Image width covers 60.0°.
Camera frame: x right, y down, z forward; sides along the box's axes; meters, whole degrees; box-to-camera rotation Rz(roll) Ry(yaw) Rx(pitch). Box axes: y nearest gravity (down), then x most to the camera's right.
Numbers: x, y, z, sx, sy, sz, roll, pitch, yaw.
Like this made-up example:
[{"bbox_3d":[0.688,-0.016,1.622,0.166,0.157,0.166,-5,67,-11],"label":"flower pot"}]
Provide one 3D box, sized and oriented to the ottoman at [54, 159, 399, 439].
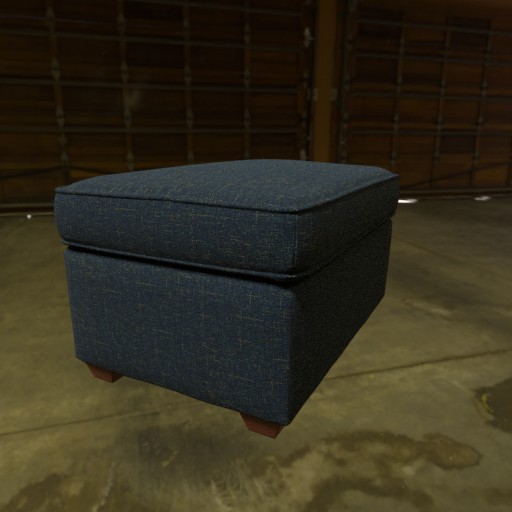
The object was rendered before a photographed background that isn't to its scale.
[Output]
[{"bbox_3d":[0.000,0.000,1.087,0.549,0.450,0.749,8,17,27],"label":"ottoman"}]
